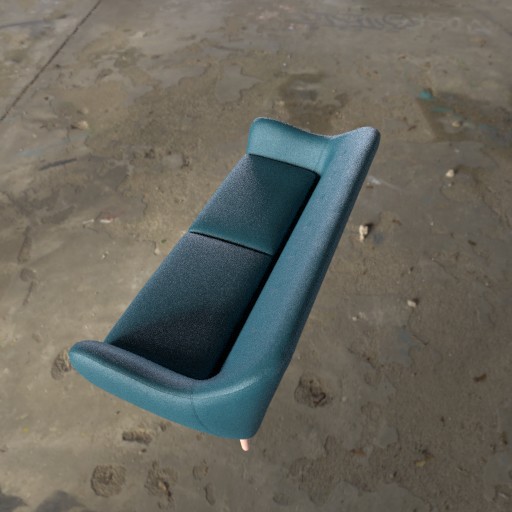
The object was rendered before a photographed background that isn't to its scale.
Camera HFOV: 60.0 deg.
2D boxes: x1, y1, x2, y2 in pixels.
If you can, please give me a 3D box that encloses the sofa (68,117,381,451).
[{"bbox_3d":[0.000,0.000,2.244,0.820,0.836,1.840,17,50,15],"label":"sofa"}]
